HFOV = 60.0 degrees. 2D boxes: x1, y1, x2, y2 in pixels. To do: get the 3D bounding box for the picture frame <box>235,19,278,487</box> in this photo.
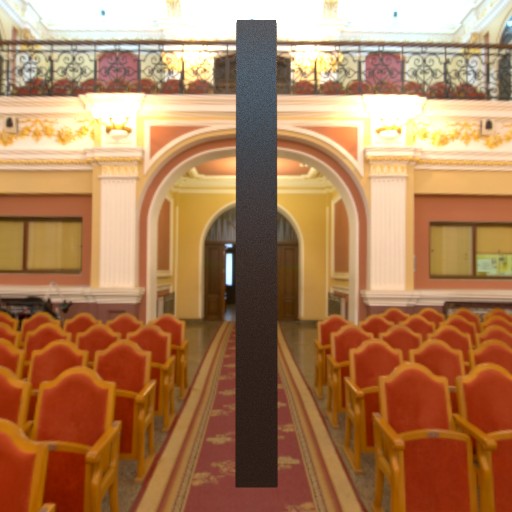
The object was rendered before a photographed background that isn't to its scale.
[{"bbox_3d":[0.000,0.000,0.521,0.034,0.378,0.328,0,-2,0],"label":"picture frame"}]
